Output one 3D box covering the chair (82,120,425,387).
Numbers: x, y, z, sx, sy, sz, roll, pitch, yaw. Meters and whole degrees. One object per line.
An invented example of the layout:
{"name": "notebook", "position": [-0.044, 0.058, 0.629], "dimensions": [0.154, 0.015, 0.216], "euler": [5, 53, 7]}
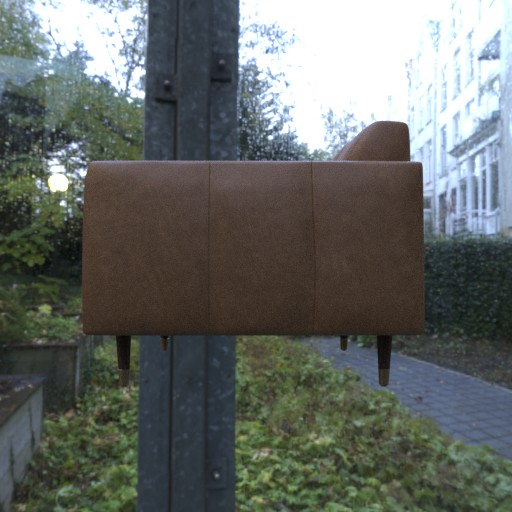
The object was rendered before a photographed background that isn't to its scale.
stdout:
{"name": "chair", "position": [0.000, 0.000, 1.680], "dimensions": [0.998, 0.819, 0.953], "euler": [0, -2, 0]}
